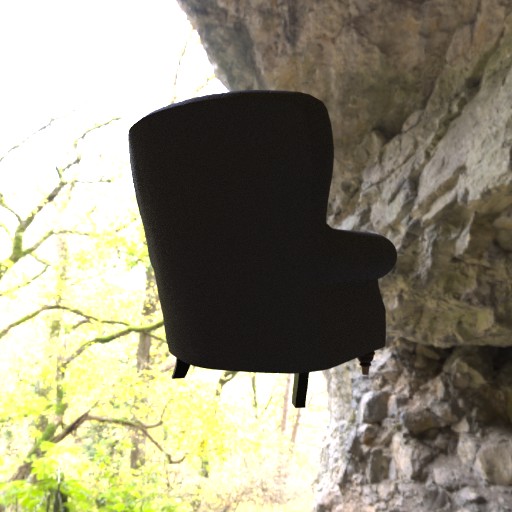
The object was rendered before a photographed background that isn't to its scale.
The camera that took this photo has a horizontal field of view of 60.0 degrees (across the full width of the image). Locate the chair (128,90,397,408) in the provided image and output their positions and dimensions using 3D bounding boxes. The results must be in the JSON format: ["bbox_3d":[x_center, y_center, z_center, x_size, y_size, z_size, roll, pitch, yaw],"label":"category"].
[{"bbox_3d":[0.000,0.000,1.844,0.983,1.046,0.983,0,0,36],"label":"chair"}]
